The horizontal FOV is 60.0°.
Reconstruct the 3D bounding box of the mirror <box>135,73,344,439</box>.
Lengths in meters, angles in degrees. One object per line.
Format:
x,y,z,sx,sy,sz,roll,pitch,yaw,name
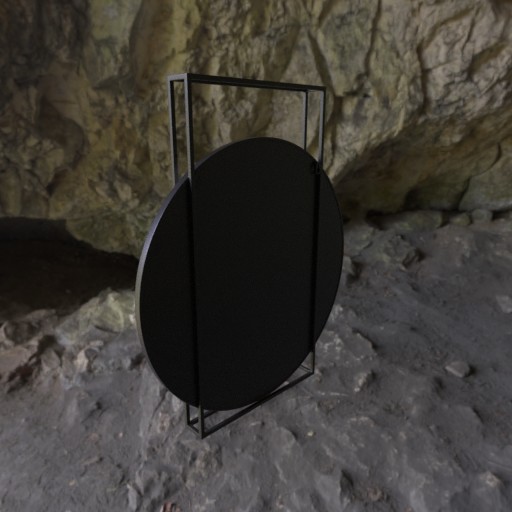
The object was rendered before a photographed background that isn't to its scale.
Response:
0.000,0.000,0.821,0.508,0.603,0.051,-15,22,-42,mirror
